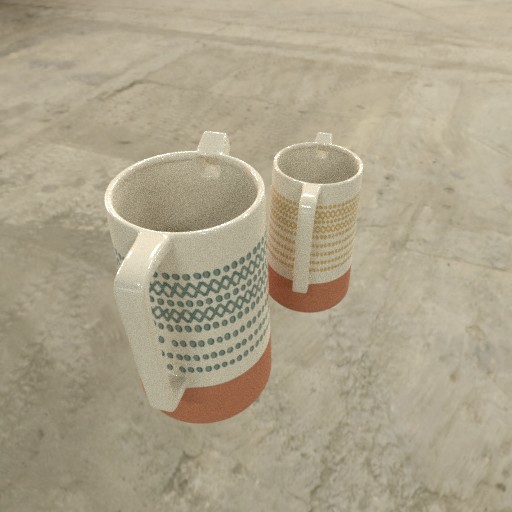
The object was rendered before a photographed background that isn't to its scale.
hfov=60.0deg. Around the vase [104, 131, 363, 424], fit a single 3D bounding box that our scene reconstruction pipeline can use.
[{"bbox_3d":[0.000,0.000,0.458,0.326,0.247,0.168,-26,47,-27],"label":"vase"}]
